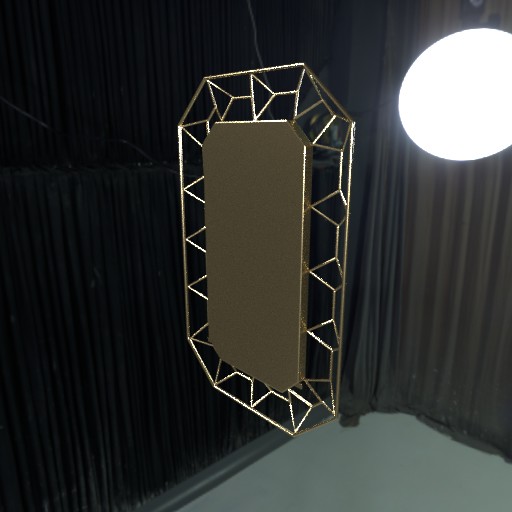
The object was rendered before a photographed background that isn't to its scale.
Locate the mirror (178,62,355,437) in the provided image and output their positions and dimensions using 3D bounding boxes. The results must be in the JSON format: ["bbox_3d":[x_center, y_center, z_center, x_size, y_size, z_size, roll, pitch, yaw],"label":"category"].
[{"bbox_3d":[0.000,0.000,1.120,0.051,0.870,0.572,-14,21,-42],"label":"mirror"}]
